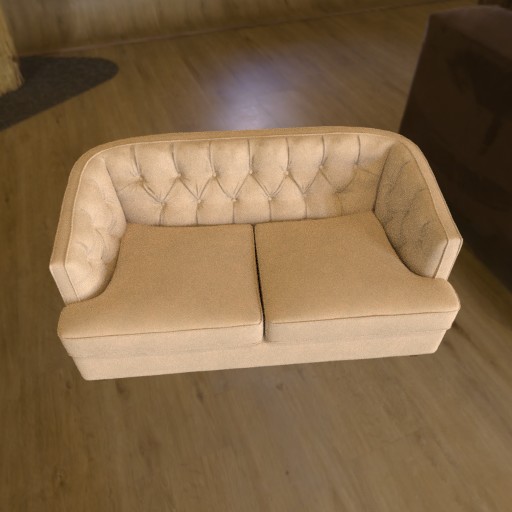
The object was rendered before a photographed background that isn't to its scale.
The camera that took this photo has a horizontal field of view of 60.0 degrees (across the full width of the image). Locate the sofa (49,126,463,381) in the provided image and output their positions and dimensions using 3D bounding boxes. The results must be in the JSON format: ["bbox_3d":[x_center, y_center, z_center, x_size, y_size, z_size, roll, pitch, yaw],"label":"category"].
[{"bbox_3d":[0.000,0.000,2.199,1.731,0.878,0.940,-4,46,-4],"label":"sofa"}]
